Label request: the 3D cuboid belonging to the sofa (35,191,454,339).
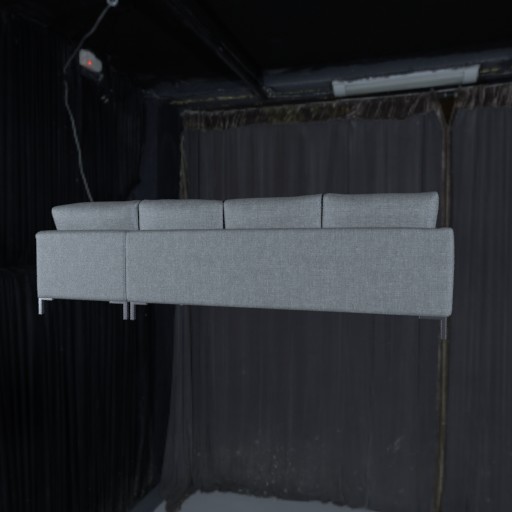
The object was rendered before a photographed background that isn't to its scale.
[{"bbox_3d":[0.000,0.000,3.838,2.972,0.858,1.984,1,2,18],"label":"sofa"}]
